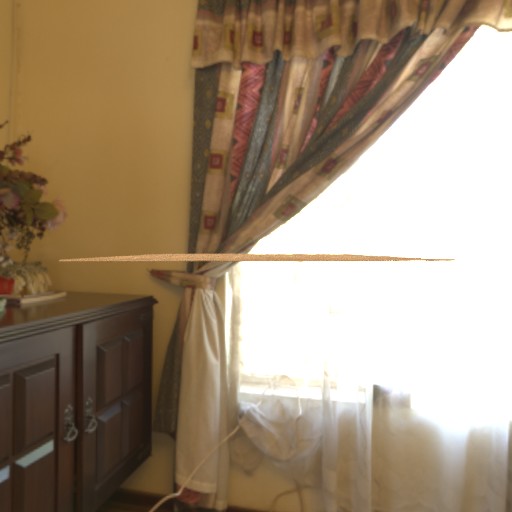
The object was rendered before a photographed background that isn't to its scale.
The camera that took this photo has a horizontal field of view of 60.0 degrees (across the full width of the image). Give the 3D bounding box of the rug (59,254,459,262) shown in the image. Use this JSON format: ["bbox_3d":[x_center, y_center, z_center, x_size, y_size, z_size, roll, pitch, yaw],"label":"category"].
[{"bbox_3d":[0.000,0.000,4.371,2.449,0.019,3.357,0,1,-1],"label":"rug"}]
